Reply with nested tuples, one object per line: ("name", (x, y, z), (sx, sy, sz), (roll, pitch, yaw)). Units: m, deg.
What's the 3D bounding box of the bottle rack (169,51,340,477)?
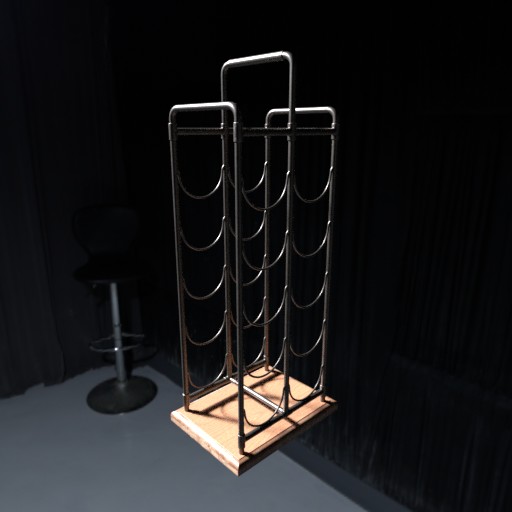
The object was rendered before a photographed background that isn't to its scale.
("bottle rack", (0.000, 0.000, 0.817), (0.276, 0.680, 0.208), (-15, 22, -41))
